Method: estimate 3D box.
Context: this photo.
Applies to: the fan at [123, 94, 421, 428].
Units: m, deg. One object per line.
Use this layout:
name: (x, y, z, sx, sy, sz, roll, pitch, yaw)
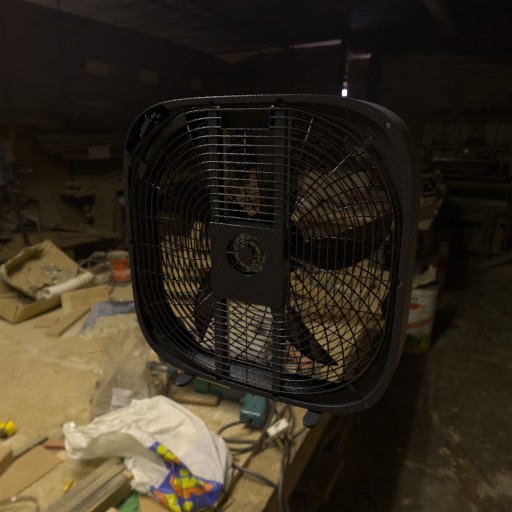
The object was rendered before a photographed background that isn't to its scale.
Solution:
fan: (0.000, 0.000, 0.788, 0.526, 0.533, 0.142, 8, 18, 26)
